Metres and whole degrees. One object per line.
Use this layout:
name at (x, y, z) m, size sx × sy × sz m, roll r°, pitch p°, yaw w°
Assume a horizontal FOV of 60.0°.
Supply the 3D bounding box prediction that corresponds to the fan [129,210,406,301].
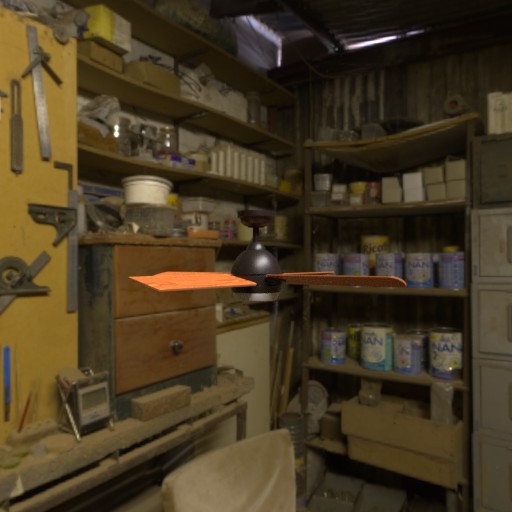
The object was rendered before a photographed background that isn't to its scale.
fan at (0.000, 0.000, 2.025) m, size 1.332 × 0.403 × 1.332 m, roll -1°, pitch -1°, yaw 35°
